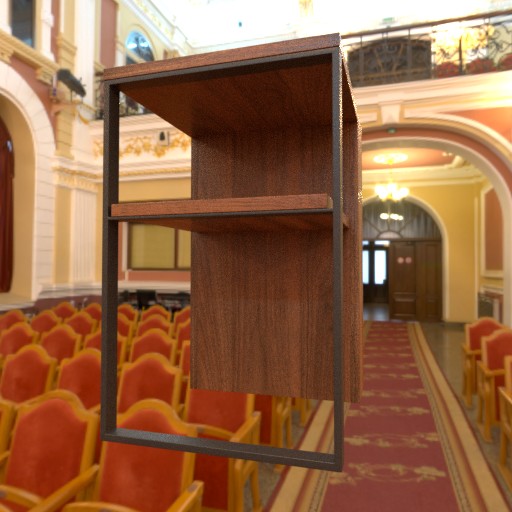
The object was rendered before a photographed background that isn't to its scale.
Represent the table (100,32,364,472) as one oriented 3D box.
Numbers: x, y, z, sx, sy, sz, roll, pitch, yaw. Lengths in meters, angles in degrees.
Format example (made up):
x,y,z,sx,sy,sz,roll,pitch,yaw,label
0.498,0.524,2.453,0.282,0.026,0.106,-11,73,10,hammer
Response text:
x,y,z,sx,sy,sz,roll,pitch,yaw,label
0.000,0.000,1.513,0.660,1.041,0.786,-1,-2,17,table
